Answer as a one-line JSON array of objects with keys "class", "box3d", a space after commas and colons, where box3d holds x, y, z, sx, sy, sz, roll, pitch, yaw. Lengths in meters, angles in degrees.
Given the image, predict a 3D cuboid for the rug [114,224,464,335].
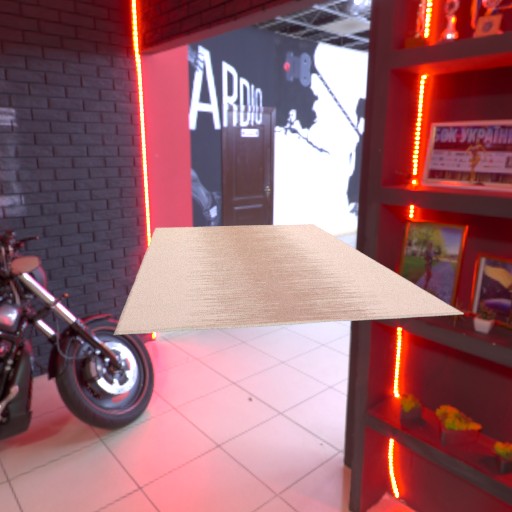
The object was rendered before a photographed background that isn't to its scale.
[{"class": "rug", "box3d": [0.000, 0.000, 3.047, 1.522, 0.012, 2.440, -2, 14, -8]}]
